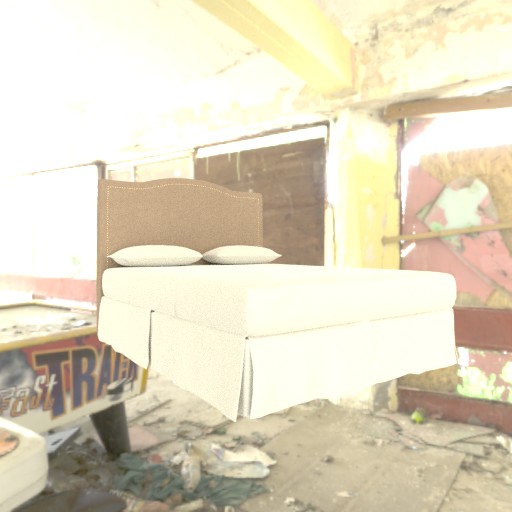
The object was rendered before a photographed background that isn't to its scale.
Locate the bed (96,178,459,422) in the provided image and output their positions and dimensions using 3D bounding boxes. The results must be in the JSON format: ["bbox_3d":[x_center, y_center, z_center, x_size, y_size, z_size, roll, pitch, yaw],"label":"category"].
[{"bbox_3d":[0.000,0.000,3.350,1.821,1.436,2.282,-1,1,-36],"label":"bed"}]
